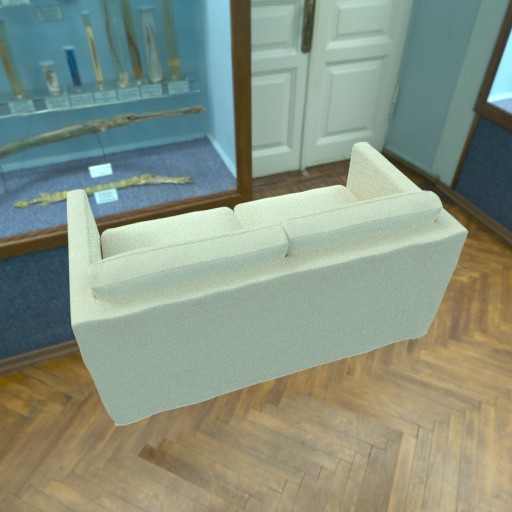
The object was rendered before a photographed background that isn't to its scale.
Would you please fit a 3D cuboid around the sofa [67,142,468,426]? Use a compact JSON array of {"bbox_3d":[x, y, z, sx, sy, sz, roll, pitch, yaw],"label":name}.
[{"bbox_3d":[0.000,0.000,2.303,1.746,0.834,0.962,-13,42,-14],"label":"sofa"}]
